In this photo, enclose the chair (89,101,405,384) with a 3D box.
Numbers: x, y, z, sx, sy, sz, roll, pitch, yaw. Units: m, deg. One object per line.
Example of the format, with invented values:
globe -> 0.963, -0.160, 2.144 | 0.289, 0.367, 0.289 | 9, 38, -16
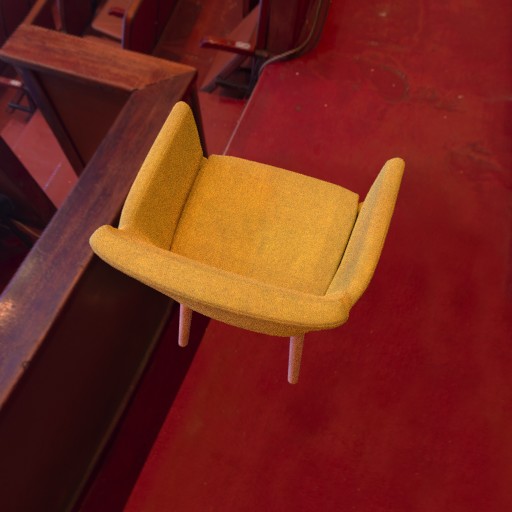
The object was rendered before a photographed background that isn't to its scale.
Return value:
chair -> 0.000, 0.000, 1.171 | 0.570, 0.780, 0.570 | 17, 65, 8
